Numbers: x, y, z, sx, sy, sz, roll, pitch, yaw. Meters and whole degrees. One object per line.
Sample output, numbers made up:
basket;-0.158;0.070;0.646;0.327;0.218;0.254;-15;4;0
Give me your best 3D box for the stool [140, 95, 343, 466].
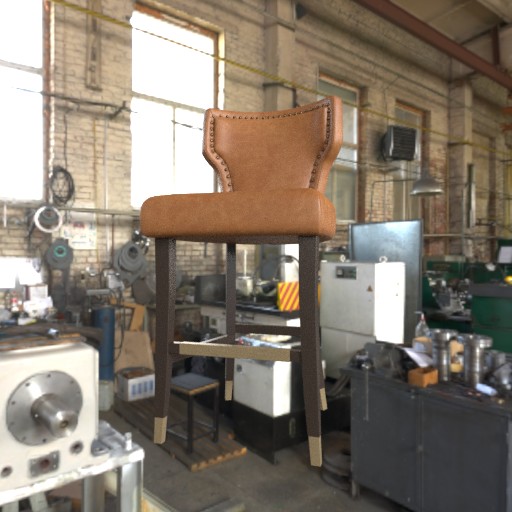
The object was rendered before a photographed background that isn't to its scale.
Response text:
stool;0.000;0.000;1.423;0.526;1.092;0.563;0;0;18
